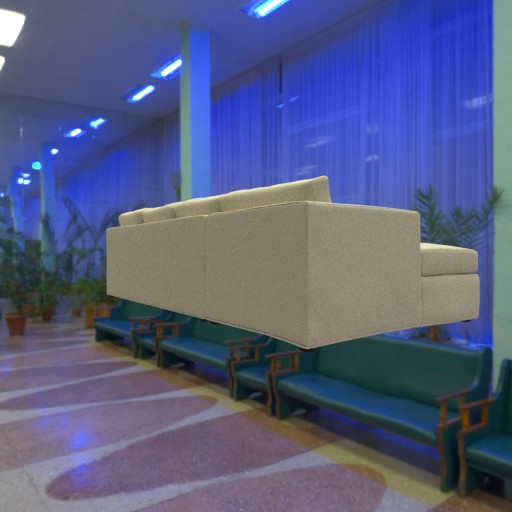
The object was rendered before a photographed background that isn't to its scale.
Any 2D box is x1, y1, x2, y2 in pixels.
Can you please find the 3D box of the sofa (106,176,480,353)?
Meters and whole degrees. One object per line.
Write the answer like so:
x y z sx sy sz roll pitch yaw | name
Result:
0.000 0.000 3.890 1.650 0.922 3.205 0 1 -35 | sofa
